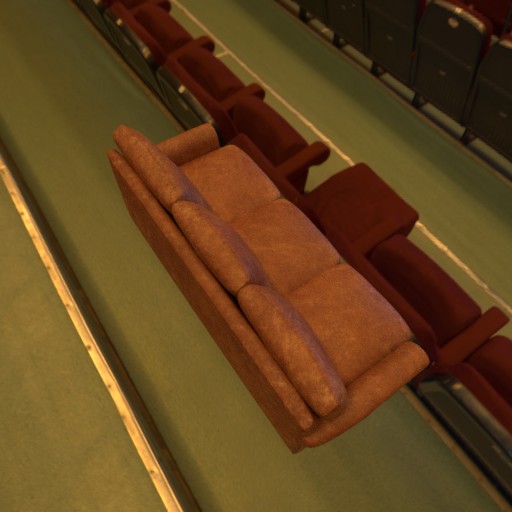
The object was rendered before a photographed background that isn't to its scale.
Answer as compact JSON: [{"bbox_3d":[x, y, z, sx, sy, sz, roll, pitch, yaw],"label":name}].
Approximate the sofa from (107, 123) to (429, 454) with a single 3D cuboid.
[{"bbox_3d":[0.000,0.000,2.902,0.973,0.977,2.351,-30,62,-18],"label":"sofa"}]
